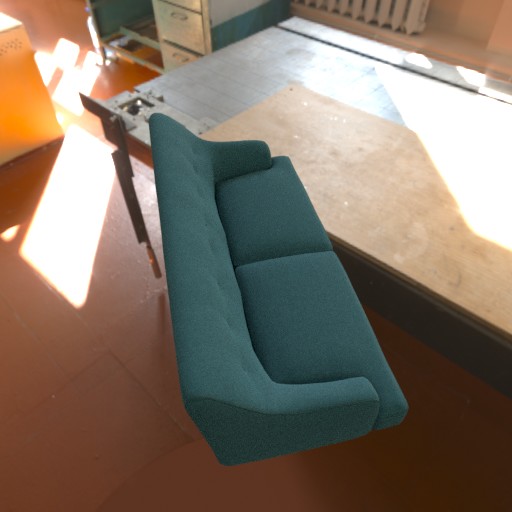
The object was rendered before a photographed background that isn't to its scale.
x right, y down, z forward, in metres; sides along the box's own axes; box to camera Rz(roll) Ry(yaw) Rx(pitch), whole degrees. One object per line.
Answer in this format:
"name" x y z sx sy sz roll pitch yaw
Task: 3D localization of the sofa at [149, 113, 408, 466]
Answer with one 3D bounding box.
"sofa" 0.000 0.000 2.540 0.978 0.871 2.057 -9 48 -9
